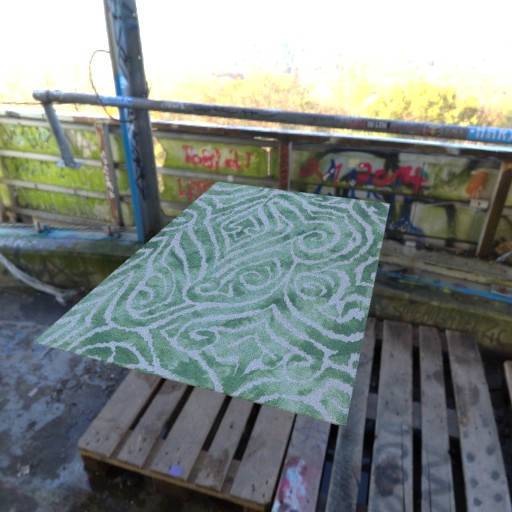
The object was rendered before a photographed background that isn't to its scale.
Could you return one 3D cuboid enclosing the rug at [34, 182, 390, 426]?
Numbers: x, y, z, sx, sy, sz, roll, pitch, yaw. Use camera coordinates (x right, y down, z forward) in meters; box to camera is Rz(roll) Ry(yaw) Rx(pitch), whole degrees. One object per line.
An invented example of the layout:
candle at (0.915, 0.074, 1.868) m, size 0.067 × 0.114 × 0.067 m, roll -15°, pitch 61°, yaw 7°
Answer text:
rug at (0.000, 0.000, 2.314) m, size 1.220 × 0.006 × 1.826 m, roll 10°, pitch 32°, yaw 16°
